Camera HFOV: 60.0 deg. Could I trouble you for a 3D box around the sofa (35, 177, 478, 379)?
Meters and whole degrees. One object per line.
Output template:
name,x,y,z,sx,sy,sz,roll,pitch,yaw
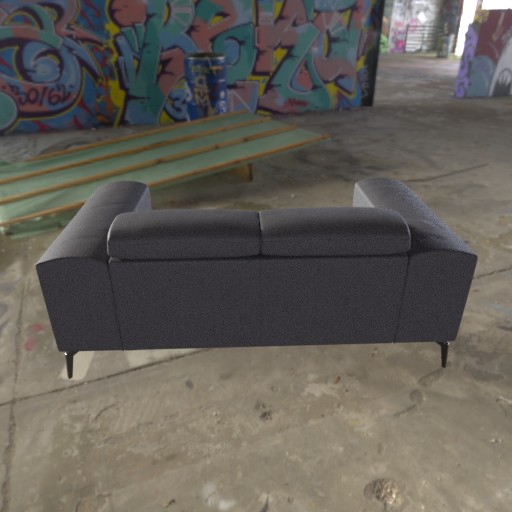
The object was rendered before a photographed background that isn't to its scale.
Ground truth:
sofa,0.000,0.000,2.395,1.895,0.779,1.003,-1,28,-2
